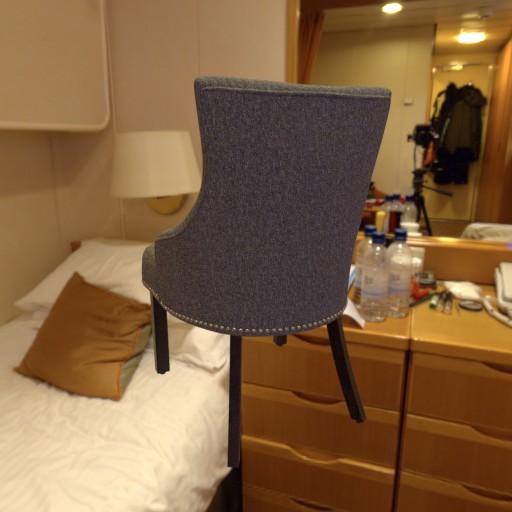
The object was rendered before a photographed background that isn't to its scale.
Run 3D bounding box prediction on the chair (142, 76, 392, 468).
[{"bbox_3d":[0.000,0.000,1.301,0.566,0.909,0.629,-7,17,-26],"label":"chair"}]
